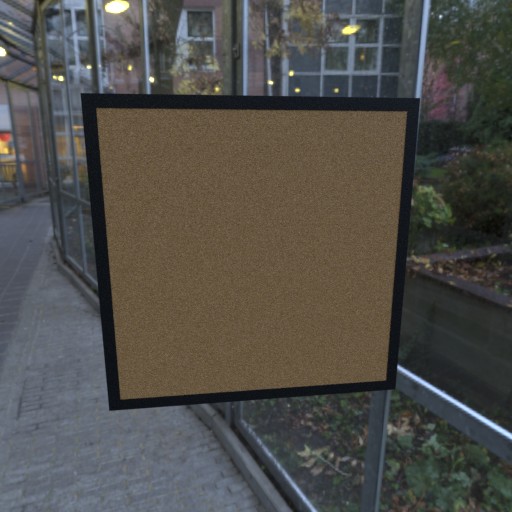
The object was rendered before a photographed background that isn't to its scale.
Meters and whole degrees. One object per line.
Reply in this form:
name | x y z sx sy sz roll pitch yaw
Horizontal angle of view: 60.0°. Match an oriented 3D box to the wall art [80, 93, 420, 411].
wall art | 0.000 0.000 0.449 0.305 0.304 0.038 -2 14 -7
